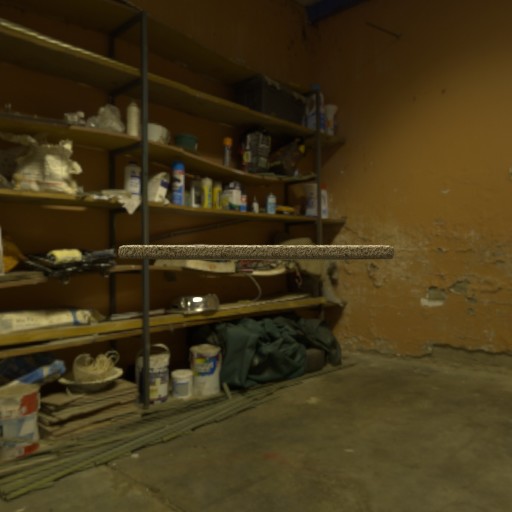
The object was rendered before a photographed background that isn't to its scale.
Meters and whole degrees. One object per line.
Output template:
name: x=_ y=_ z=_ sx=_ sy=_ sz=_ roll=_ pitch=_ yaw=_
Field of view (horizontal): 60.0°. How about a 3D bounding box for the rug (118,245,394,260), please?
rug: x=0.000 y=0.000 z=1.727 sx=0.609 sy=0.030 sz=1.524 roll=0 pitch=-1 yaw=0
